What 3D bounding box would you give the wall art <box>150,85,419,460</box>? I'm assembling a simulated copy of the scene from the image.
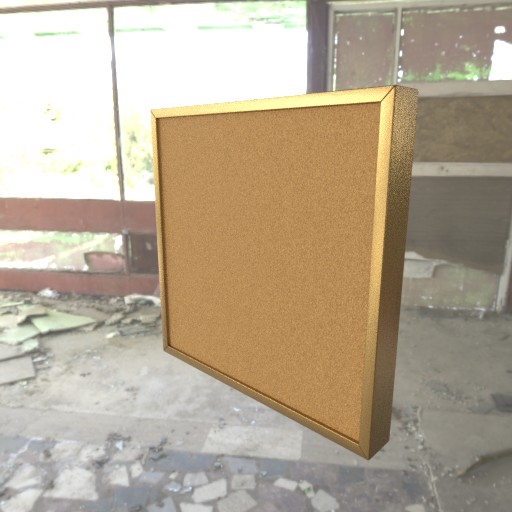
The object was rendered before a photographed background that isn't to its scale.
[{"bbox_3d":[0.000,0.000,0.460,0.305,0.305,0.037,13,19,42],"label":"wall art"}]
